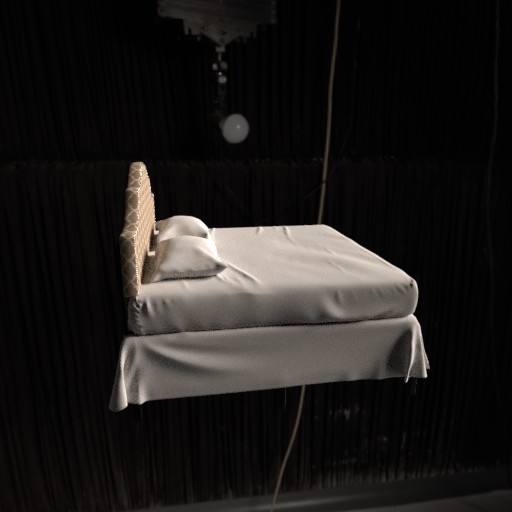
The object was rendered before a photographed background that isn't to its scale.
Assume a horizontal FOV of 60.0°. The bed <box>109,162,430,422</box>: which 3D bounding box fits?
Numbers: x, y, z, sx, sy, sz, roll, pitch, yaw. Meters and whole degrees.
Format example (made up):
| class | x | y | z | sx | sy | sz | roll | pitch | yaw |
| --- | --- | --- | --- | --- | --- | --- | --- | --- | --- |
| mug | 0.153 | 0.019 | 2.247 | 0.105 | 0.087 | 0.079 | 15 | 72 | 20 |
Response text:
| class | x | y | z | sx | sy | sz | roll | pitch | yaw |
| --- | --- | --- | --- | --- | --- | --- | --- | --- | --- |
| bed | 0.000 | 0.000 | 3.821 | 2.222 | 1.601 | 2.314 | -2 | 16 | -9 |
